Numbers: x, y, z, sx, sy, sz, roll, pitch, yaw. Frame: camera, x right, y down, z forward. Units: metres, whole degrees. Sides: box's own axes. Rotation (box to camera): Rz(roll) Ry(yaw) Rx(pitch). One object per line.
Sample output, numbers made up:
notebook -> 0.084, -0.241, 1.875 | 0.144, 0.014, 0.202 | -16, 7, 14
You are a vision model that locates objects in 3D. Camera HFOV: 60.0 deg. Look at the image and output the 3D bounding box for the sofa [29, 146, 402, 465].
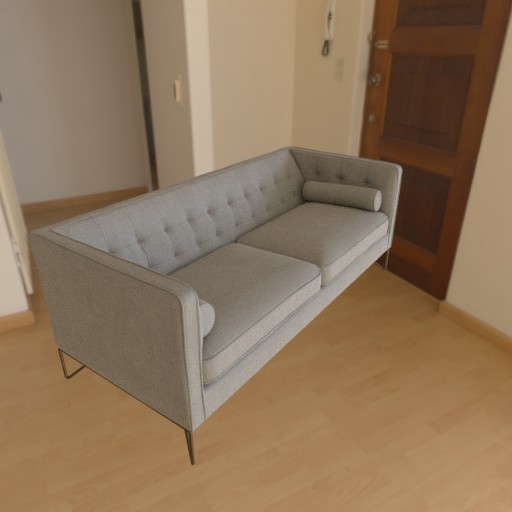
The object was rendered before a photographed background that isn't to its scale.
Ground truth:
sofa -> 0.000, 0.000, 2.550 | 0.912, 0.798, 2.079 | 18, 31, 32
